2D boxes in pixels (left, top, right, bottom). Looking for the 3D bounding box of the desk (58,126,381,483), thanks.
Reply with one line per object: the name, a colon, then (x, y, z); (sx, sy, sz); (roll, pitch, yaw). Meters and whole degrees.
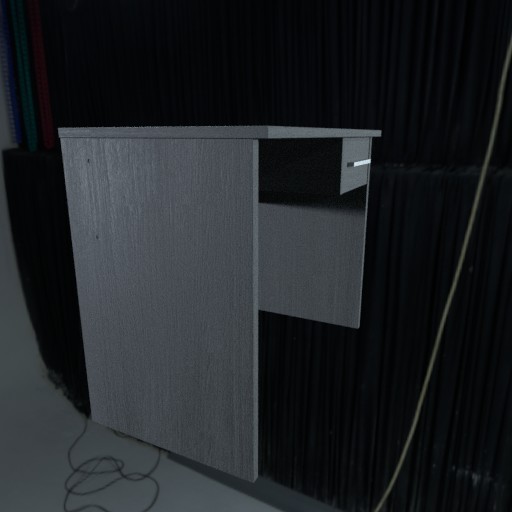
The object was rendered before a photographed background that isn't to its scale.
desk: (0.000, 0.000, 1.319); (0.498, 0.724, 0.893); (8, 17, 26)
